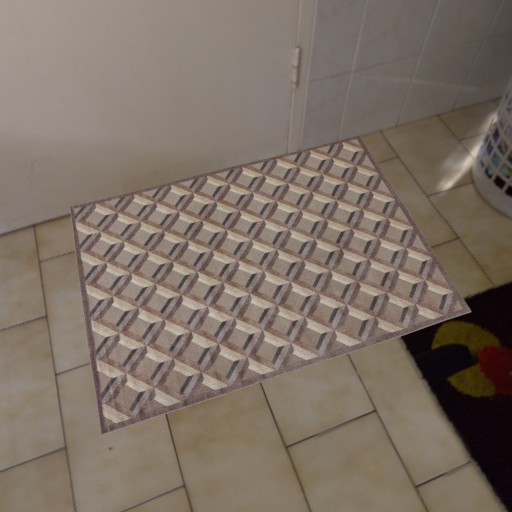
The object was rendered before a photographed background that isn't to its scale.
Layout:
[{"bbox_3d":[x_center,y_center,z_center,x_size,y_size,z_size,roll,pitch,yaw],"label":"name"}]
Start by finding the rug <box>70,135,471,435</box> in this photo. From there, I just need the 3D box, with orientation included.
[{"bbox_3d":[0.000,0.000,2.921,2.260,0.013,1.600,-16,60,-9],"label":"rug"}]
